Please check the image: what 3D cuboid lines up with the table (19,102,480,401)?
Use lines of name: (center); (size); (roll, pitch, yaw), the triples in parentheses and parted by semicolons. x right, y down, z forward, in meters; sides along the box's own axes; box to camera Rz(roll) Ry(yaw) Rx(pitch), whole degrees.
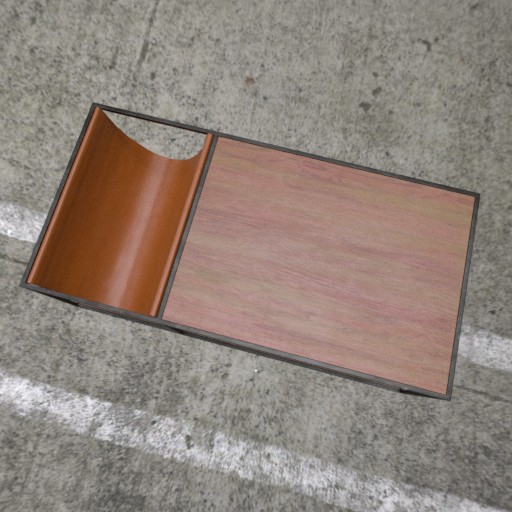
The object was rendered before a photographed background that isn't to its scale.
table: (0.000, 0.000, 1.451); (1.199, 0.403, 0.597); (14, 76, 4)
